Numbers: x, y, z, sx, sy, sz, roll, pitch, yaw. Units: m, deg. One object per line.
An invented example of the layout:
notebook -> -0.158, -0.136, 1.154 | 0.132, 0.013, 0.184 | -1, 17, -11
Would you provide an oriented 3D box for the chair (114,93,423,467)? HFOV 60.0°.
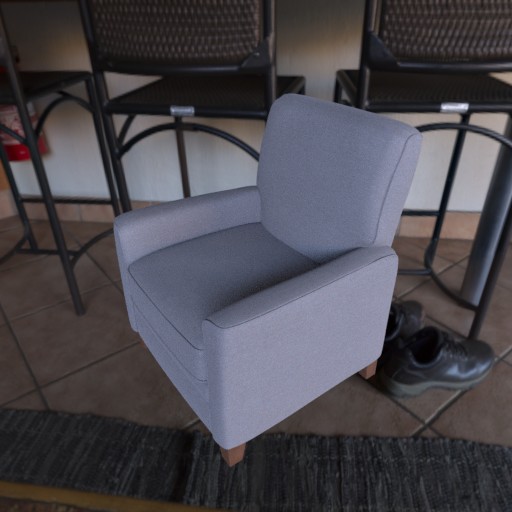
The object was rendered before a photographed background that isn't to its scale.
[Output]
chair -> 0.000, 0.000, 1.674 | 0.859, 1.023, 0.845 | -21, 37, -30
